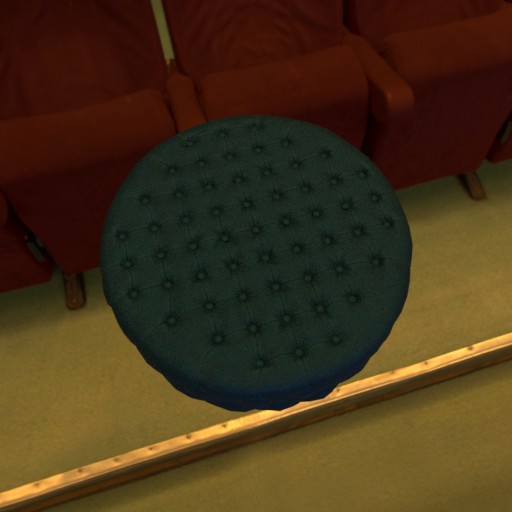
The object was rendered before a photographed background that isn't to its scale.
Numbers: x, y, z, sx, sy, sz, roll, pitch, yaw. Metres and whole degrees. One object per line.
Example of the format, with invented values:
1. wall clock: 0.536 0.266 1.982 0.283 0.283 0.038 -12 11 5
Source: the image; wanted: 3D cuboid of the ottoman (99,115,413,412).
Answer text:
1. ottoman: 0.000 0.000 1.518 0.998 0.398 0.998 0 64 0
